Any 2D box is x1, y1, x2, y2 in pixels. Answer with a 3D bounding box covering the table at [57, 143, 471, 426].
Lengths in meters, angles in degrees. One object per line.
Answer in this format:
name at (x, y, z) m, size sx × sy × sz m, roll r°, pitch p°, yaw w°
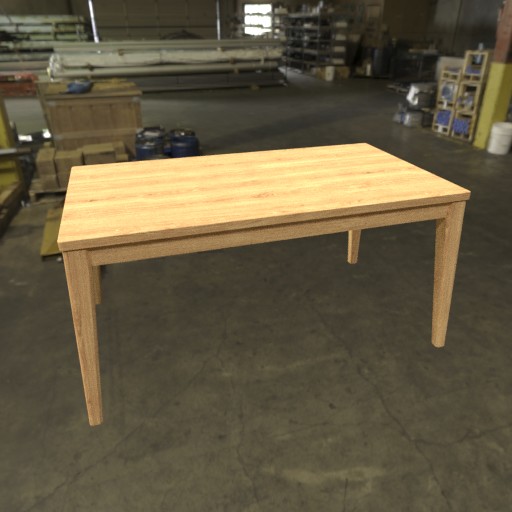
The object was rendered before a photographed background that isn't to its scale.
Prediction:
table at (0.000, 0.000, 2.094) m, size 1.600 × 0.760 × 0.900 m, roll -8°, pitch 29°, yaw -15°
